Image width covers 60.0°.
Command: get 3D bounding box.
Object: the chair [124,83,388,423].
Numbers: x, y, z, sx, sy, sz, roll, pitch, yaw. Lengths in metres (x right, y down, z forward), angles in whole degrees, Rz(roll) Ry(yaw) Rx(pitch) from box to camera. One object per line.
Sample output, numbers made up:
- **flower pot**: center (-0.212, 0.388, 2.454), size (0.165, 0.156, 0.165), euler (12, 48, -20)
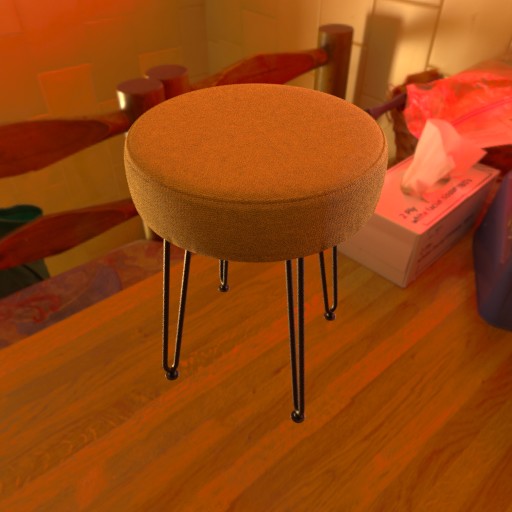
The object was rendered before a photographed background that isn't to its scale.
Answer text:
- **chair**: center (0.000, 0.000, 0.719), size (0.345, 0.455, 0.345), euler (14, 43, 15)
